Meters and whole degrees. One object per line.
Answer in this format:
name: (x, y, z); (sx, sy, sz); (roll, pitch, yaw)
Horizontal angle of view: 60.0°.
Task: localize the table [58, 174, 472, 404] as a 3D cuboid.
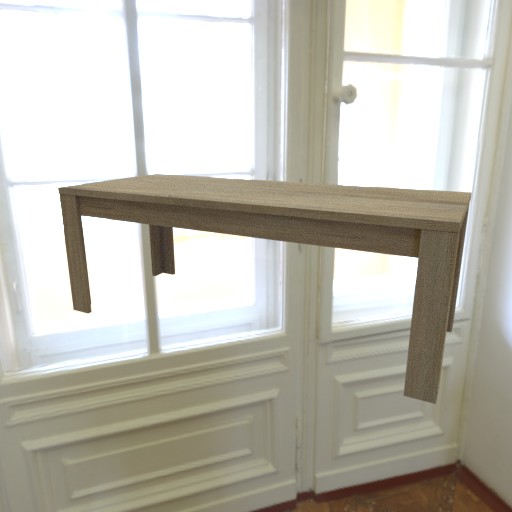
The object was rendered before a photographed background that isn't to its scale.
table: (0.000, 0.000, 2.647); (2.200, 0.790, 0.900); (8, 18, 26)
